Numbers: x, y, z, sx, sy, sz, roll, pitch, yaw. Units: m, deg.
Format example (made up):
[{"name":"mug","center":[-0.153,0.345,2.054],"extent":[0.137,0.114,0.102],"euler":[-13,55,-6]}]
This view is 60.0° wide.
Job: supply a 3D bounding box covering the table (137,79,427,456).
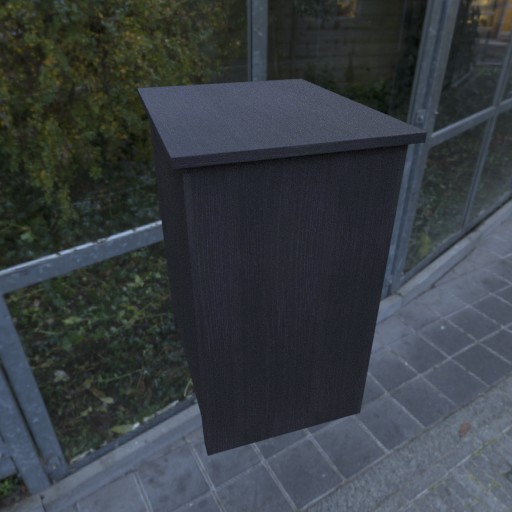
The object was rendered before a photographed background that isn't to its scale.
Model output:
[{"name":"table","center":[0.000,0.000,0.968],"extent":[0.381,0.635,0.480],"euler":[-9,32,-15]}]
